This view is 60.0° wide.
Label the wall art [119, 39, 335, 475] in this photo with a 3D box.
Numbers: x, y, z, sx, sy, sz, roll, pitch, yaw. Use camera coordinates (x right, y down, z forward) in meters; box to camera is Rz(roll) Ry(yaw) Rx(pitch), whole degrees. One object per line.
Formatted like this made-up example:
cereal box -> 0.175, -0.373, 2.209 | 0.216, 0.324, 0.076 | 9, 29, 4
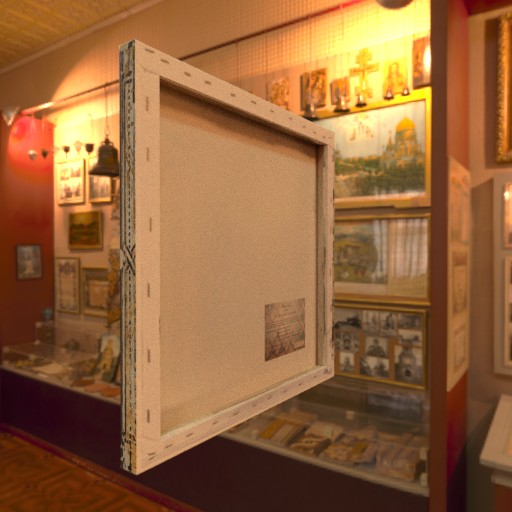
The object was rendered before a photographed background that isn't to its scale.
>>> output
wall art -> 0.000, 0.000, 0.869 | 0.036, 0.607, 0.609 | 1, 1, 37
